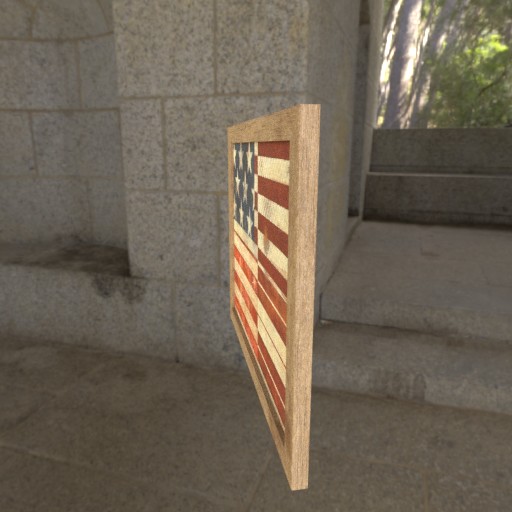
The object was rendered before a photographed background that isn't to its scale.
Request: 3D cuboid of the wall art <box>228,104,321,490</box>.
[{"bbox_3d":[0.000,0.000,0.912,0.026,0.535,0.690,-3,14,-10],"label":"wall art"}]
